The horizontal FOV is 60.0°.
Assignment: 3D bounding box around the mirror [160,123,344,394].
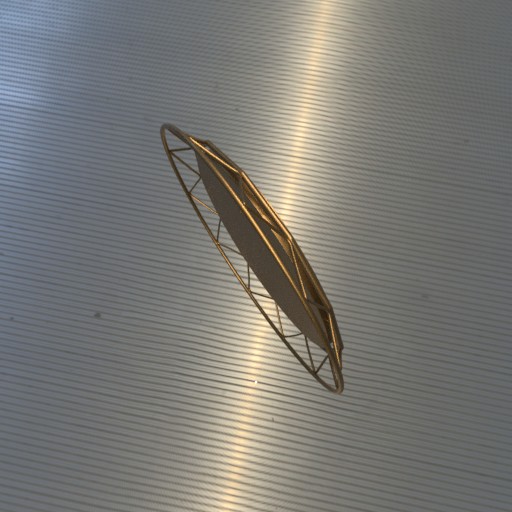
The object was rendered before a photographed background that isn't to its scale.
[{"bbox_3d":[0.000,0.000,0.665,0.043,0.454,0.454,-33,77,-9],"label":"mirror"}]
